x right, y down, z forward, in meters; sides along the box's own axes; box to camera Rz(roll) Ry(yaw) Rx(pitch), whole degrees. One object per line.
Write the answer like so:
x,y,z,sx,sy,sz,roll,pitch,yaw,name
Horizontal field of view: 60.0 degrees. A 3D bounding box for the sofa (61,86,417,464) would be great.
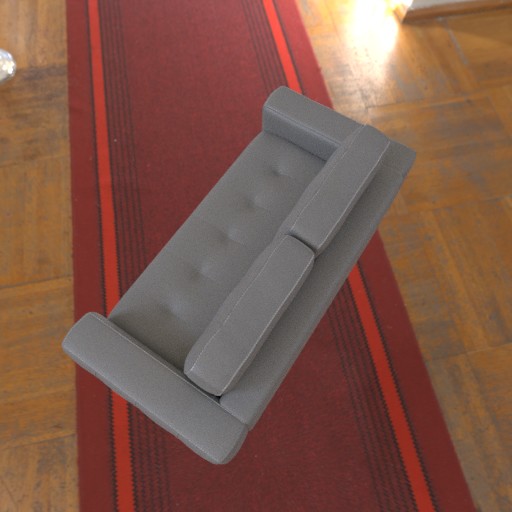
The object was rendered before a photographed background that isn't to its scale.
0.000,0.000,2.166,0.833,0.892,1.726,31,69,13,sofa
